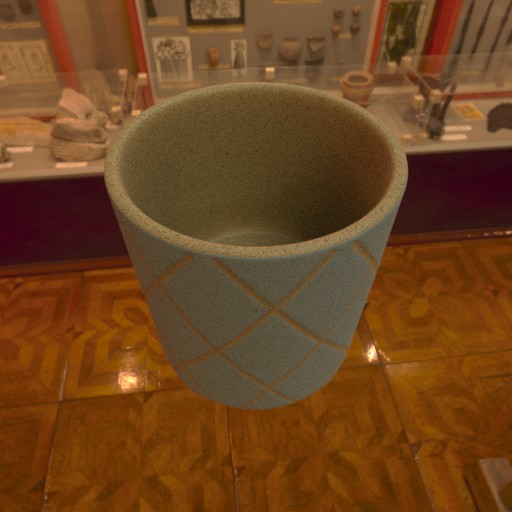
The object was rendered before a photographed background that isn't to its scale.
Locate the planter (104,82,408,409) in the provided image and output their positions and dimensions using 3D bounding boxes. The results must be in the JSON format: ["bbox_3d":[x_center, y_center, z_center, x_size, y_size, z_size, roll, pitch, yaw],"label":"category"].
[{"bbox_3d":[0.000,0.000,0.356,0.191,0.200,0.191,0,47,0],"label":"planter"}]
